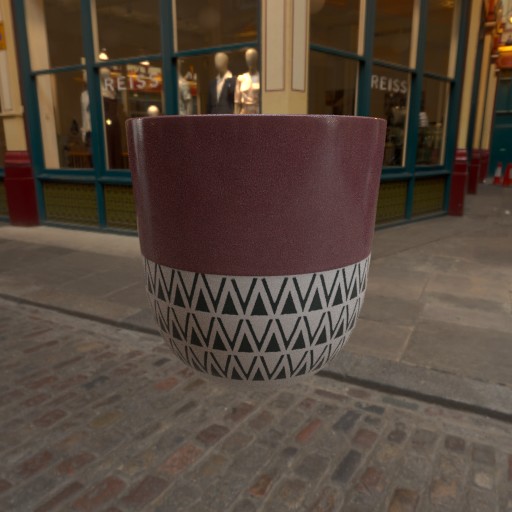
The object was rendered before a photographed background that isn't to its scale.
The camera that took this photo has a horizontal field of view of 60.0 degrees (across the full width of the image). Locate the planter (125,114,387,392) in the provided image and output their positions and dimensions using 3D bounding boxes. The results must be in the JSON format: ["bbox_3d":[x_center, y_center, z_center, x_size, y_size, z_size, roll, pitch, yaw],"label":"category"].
[{"bbox_3d":[0.000,0.000,0.369,0.195,0.214,0.195,0,14,0],"label":"planter"}]
